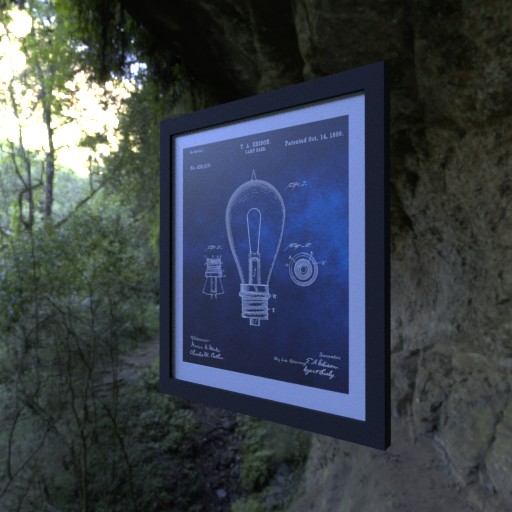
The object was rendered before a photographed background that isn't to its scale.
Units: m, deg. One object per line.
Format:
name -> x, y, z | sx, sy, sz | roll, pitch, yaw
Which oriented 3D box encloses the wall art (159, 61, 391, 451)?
wall art -> 0.000, 0.000, 0.708 | 0.428, 0.505, 0.023 | 0, -1, 36
